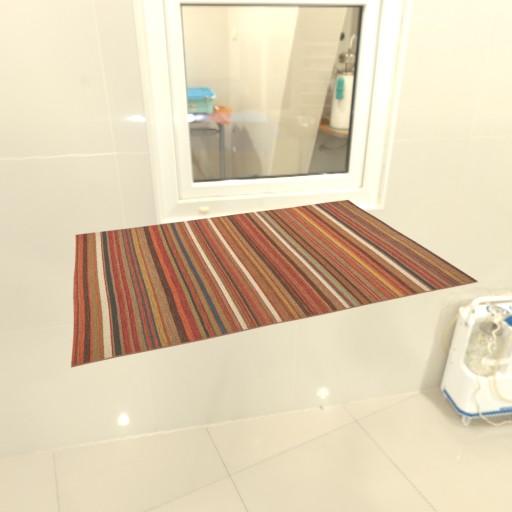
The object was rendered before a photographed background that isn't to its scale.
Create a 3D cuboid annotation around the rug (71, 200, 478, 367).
[{"bbox_3d":[0.000,0.000,2.364,1.828,0.007,1.217,-9,28,-17],"label":"rug"}]
